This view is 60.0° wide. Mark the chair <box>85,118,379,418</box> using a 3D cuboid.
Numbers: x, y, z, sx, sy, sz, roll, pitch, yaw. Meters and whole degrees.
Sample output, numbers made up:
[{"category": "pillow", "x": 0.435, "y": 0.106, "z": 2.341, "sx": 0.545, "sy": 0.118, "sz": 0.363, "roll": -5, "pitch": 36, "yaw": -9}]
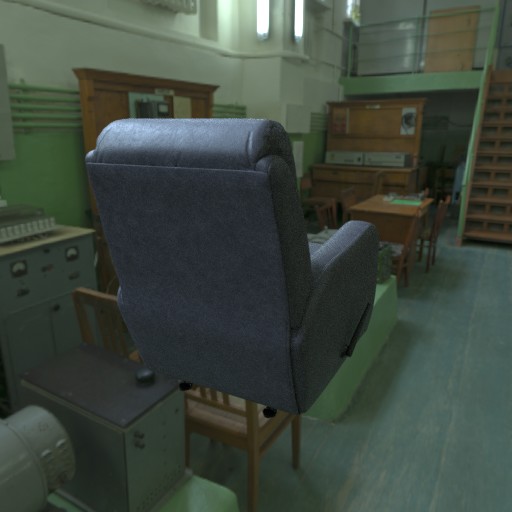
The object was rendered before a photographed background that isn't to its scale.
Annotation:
[{"category": "chair", "x": 0.000, "y": 0.000, "z": 1.813, "sx": 0.865, "sy": 1.067, "sz": 1.067, "roll": 8, "pitch": 18, "yaw": 26}]
